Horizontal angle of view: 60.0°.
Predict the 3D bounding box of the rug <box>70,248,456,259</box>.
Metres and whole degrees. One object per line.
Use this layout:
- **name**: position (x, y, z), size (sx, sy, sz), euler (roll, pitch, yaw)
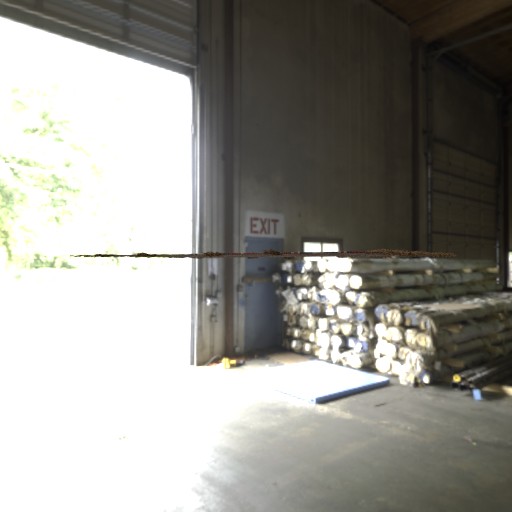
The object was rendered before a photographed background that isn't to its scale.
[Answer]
- **rug**: position (0.000, 0.000, 3.238), size (2.450, 0.048, 1.778), euler (-1, -1, 36)
